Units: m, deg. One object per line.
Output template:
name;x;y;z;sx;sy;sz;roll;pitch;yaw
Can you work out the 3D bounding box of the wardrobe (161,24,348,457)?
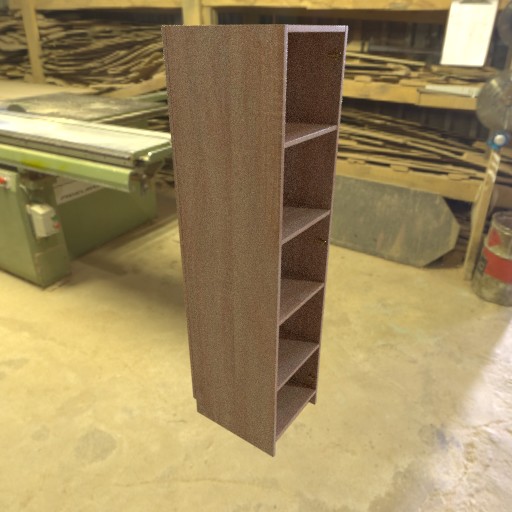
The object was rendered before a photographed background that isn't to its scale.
wardrobe;0.000;0.000;2.296;0.588;2.117;0.496;18;32;31
